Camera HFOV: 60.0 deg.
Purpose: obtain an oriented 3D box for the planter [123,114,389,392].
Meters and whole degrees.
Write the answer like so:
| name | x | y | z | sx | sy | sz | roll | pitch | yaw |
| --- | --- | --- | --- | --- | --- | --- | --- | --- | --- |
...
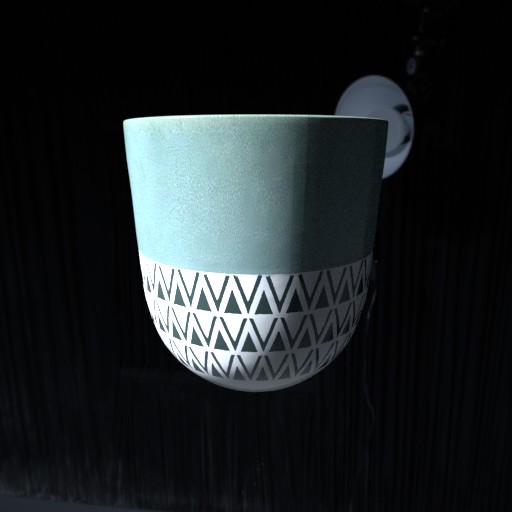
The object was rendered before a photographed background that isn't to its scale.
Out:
| name | x | y | z | sx | sy | sz | roll | pitch | yaw |
| --- | --- | --- | --- | --- | --- | --- | --- | --- | --- |
| planter | 0.000 | 0.000 | 0.371 | 0.198 | 0.214 | 0.198 | 0 | 14 | 0 |
